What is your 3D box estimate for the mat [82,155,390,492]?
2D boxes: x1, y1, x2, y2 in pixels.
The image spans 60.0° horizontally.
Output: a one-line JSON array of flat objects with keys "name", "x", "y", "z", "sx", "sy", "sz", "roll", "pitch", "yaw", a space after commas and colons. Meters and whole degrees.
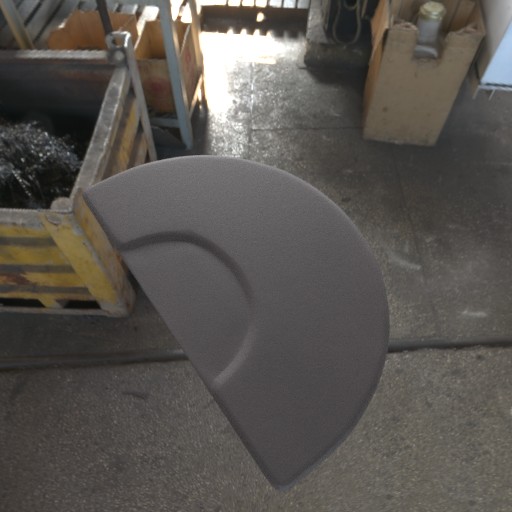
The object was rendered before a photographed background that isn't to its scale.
[{"name": "mat", "x": 0.000, "y": 0.000, "z": 1.843, "sx": 0.917, "sy": 0.022, "sz": 1.525, "roll": -31, "pitch": 62, "yaw": -18}]
